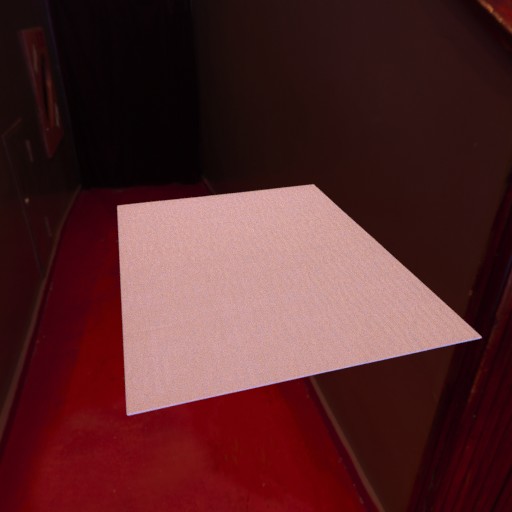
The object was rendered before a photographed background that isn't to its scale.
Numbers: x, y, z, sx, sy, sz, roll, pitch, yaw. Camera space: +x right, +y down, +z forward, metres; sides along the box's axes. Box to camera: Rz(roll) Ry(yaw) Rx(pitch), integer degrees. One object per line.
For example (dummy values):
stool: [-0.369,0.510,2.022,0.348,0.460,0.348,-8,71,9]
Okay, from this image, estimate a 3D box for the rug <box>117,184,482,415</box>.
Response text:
rug: [0.000,0.000,4.074,2.410,0.021,3.055,-8,31,-14]
